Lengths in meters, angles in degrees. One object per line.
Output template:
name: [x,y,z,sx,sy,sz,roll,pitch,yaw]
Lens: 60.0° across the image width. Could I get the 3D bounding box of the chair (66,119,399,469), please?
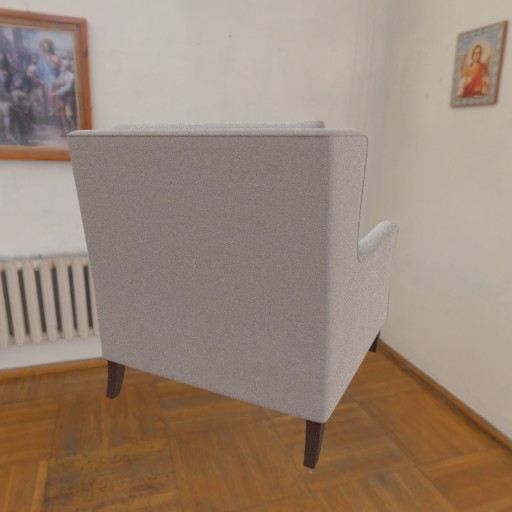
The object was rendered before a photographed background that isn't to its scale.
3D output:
chair: [0.000,0.000,1.840,0.982,1.056,1.040,8,17,26]
